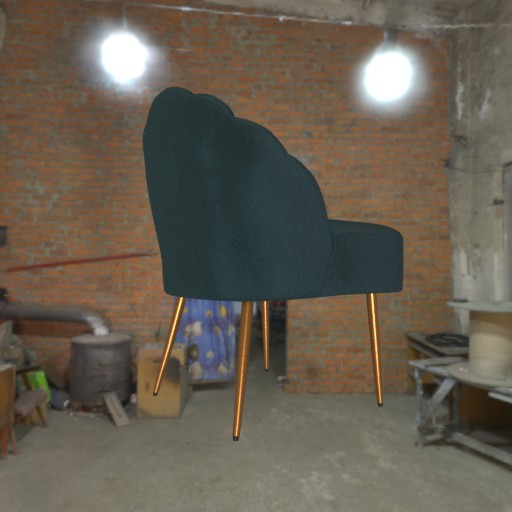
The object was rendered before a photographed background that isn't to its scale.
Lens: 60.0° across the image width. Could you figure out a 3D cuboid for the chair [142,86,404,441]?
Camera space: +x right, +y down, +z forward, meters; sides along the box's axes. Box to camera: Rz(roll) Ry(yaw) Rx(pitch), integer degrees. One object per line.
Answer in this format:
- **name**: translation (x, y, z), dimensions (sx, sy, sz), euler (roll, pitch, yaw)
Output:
- **chair**: translation (0.000, 0.000, 1.269), dimensions (0.599, 0.819, 0.657), euler (1, -1, -37)
